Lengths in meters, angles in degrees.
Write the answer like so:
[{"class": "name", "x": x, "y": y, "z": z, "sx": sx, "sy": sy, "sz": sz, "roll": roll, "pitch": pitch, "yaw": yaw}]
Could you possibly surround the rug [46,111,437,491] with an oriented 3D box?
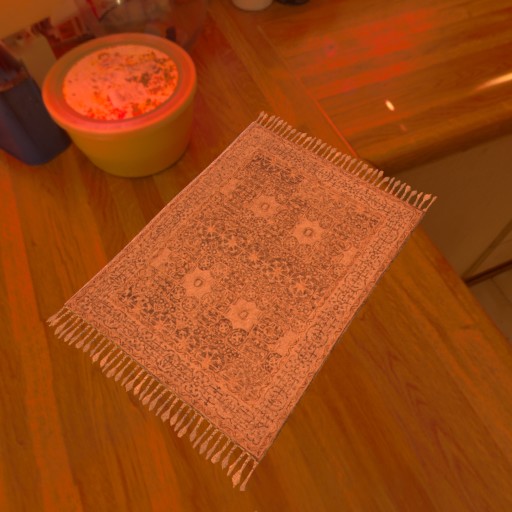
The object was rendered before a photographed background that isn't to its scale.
[{"class": "rug", "x": 0.000, "y": 0.000, "z": 3.097, "sx": 1.619, "sy": 0.023, "sz": 2.465, "roll": 32, "pitch": 65, "yaw": 17}]
